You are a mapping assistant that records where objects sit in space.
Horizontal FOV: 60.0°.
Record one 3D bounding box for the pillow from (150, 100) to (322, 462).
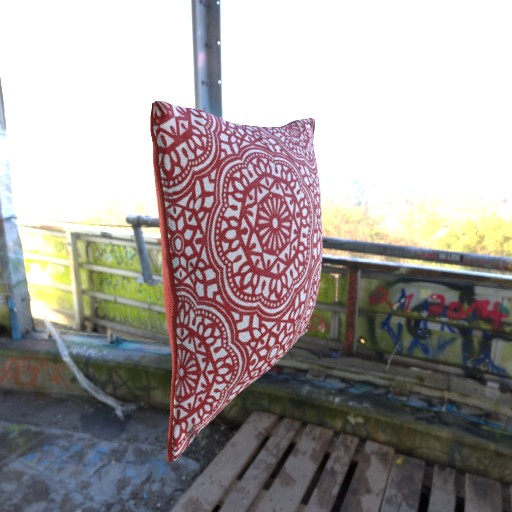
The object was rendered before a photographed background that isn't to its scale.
[{"bbox_3d":[0.000,0.000,0.671,0.162,0.419,0.438,8,17,27],"label":"pillow"}]
